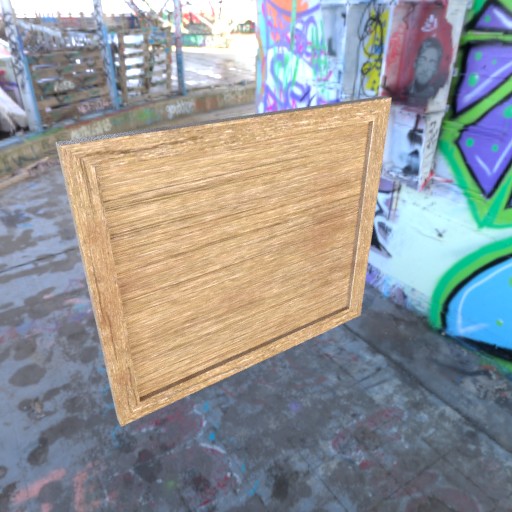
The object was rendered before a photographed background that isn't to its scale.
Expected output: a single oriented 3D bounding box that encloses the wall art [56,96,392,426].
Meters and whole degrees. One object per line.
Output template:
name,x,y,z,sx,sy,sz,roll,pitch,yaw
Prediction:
wall art,0.000,0.000,0.952,0.690,0.588,0.026,-18,34,-29
